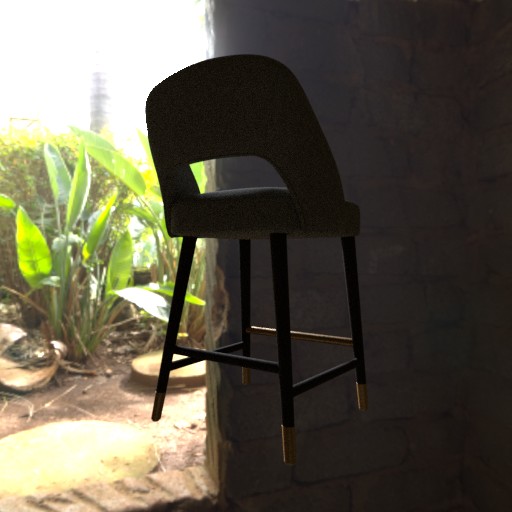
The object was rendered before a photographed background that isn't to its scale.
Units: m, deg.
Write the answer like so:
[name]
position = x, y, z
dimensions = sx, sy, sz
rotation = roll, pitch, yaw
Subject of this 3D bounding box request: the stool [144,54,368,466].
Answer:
[stool]
position = 0.000, 0.000, 1.257
dimensions = 0.536, 0.925, 0.524
rotation = 0, 0, 36
